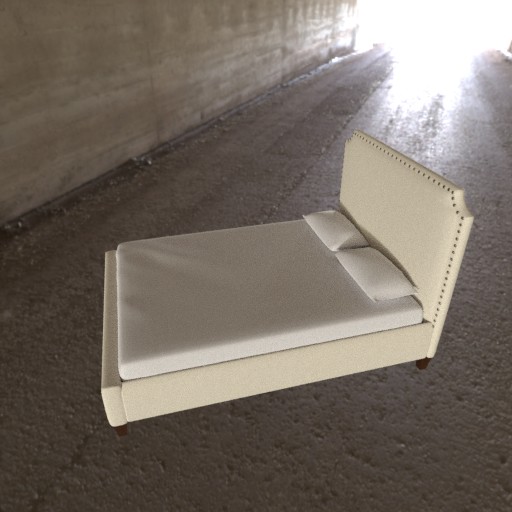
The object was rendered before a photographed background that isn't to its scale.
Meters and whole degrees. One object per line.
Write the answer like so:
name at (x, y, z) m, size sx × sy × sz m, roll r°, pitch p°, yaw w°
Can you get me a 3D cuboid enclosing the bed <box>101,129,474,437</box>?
bed at (0.000, 0.000, 3.447) m, size 2.372 × 1.443 × 1.712 m, roll -8°, pitch 32°, yaw -13°
